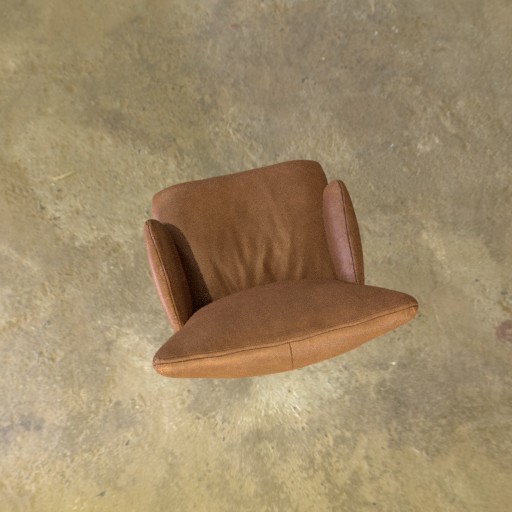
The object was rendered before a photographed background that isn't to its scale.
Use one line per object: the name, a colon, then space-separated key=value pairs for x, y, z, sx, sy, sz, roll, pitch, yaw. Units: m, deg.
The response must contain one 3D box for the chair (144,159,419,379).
chair: x=0.000 y=0.000 z=1.548 sx=0.711 sy=1.027 sz=0.794 roll=-12 pitch=76 yaw=-3
